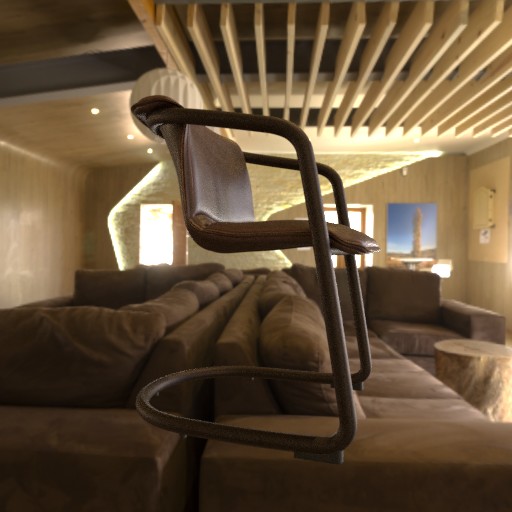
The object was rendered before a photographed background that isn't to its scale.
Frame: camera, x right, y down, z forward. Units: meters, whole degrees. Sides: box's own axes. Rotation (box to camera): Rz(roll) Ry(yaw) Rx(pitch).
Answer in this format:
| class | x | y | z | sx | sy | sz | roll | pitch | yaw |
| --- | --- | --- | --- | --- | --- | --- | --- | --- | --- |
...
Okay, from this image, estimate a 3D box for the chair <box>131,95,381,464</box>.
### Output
| class | x | y | z | sx | sy | sz | roll | pitch | yaw |
| --- | --- | --- | --- | --- | --- | --- | --- | --- | --- |
| chair | 0.000 | 0.000 | 1.222 | 0.664 | 0.836 | 0.536 | 0 | 1 | 18 |
